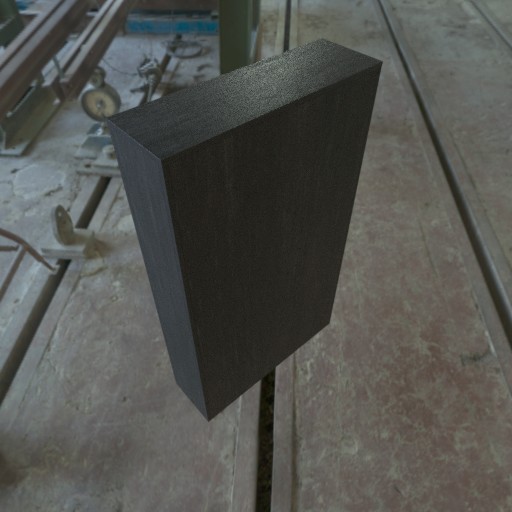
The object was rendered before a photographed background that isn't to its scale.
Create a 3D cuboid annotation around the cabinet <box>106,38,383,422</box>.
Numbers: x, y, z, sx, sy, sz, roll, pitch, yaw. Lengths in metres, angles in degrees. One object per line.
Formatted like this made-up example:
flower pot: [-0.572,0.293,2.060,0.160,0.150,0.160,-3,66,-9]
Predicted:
cabinet: [0.000,0.000,1.619,0.750,1.280,0.250,-33,54,-27]
